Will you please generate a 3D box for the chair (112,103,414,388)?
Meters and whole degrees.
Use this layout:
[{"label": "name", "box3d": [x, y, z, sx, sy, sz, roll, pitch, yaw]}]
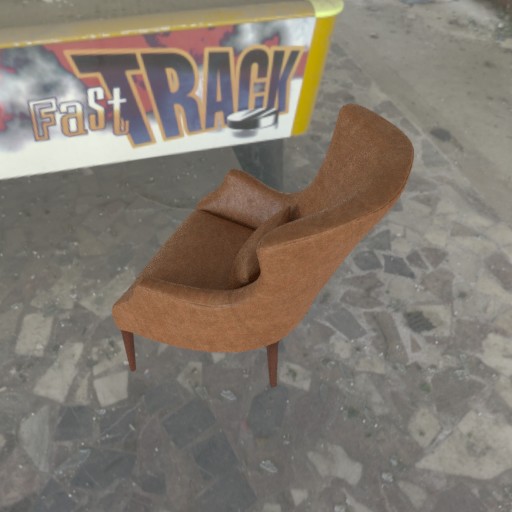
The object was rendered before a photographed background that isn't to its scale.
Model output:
[{"label": "chair", "box3d": [0.000, 0.000, 1.758, 0.955, 1.067, 0.846, 17, 47, 16]}]
